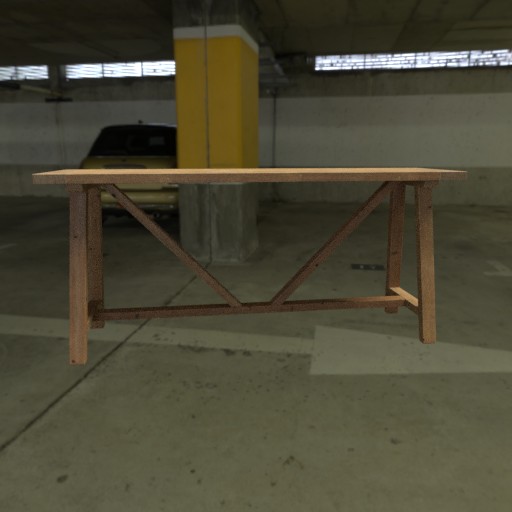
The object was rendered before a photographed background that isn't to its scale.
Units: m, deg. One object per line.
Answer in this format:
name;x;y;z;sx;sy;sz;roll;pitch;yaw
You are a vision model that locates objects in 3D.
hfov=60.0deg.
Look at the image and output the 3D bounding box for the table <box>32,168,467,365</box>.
table;0.000;0.000;2.137;1.800;0.810;0.465;-2;13;-8
